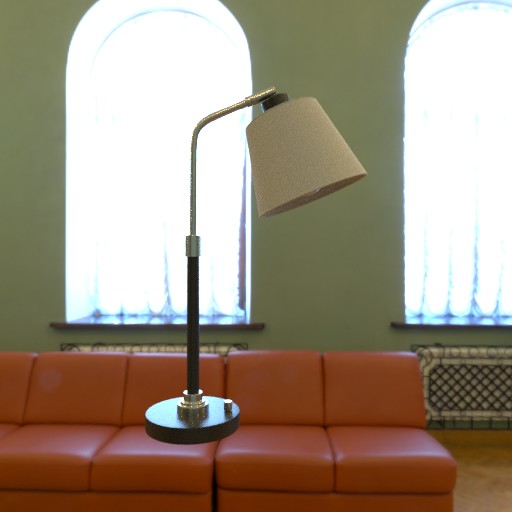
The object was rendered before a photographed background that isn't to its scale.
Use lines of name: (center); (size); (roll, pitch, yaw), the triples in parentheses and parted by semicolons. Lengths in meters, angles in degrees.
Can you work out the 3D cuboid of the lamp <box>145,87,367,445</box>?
lamp: (0.000, 0.000, 0.705); (0.348, 0.539, 0.181); (0, 0, 0)
